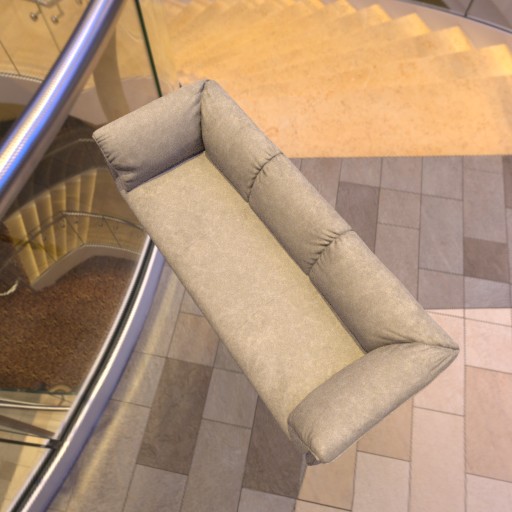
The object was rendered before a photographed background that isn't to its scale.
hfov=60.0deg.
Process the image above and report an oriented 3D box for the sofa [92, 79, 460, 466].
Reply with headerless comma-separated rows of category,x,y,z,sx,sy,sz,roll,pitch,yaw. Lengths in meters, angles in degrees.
sofa,0.000,0.000,2.661,0.899,0.758,2.238,-32,68,-15
